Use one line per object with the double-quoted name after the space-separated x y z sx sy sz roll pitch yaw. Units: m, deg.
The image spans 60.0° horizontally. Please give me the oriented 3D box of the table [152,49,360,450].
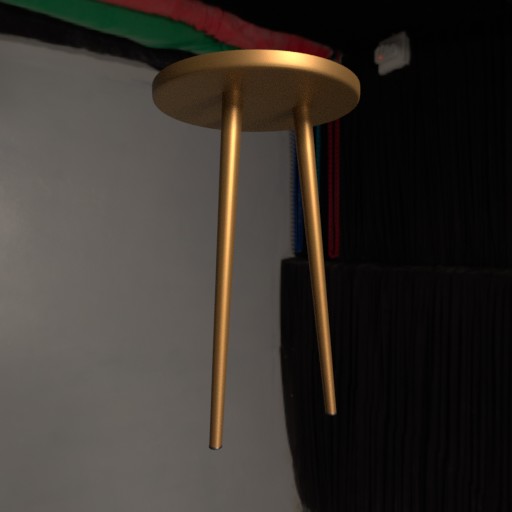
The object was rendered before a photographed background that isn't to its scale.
0.000 0.000 0.661 0.299 0.480 0.299 -1 2 -37 "table"
